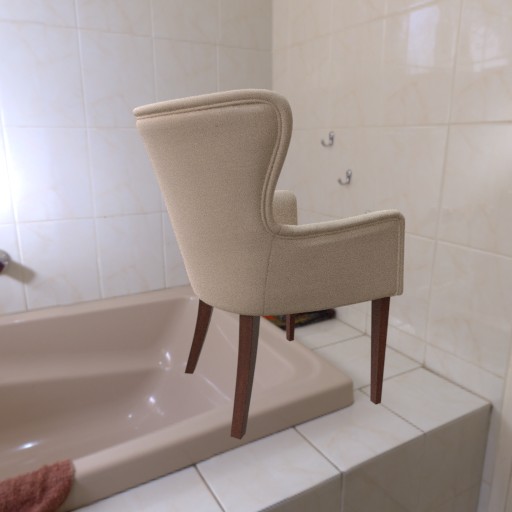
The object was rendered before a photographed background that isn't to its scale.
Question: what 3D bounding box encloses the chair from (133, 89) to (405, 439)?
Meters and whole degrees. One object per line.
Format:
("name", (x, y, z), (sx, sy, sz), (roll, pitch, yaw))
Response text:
("chair", (0.000, 0.000, 1.499), (0.744, 0.990, 0.696), (-8, 16, -27))
